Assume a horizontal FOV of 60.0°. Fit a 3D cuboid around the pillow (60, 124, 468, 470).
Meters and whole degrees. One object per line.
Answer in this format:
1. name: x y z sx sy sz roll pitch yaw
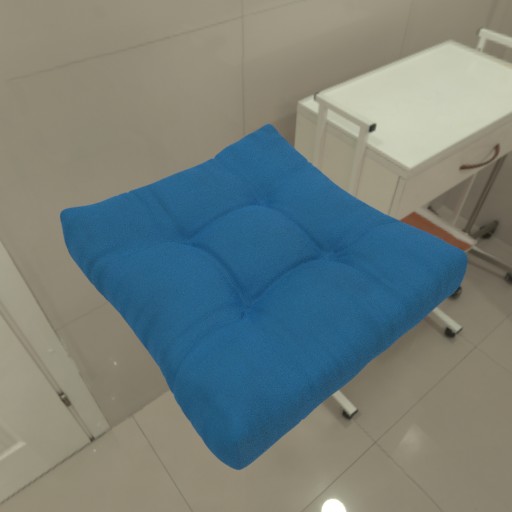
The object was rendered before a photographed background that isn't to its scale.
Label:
1. pillow: 0.000 0.000 0.721 0.468 0.128 0.490 -30 53 -26
